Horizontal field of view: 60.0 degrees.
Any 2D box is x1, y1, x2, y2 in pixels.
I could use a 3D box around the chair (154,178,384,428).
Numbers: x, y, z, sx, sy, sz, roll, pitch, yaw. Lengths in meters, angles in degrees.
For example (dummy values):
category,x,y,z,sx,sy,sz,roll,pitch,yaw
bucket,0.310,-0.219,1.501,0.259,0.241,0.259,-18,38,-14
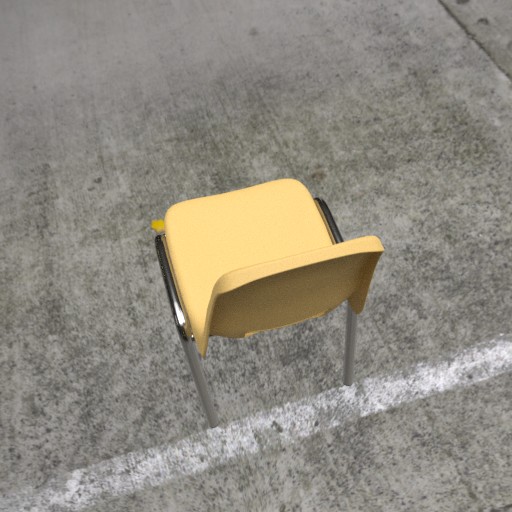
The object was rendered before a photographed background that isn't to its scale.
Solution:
category,x,y,z,sx,sy,sz,roll,pitch,yaw
chair,0.000,0.000,0.821,0.354,0.586,0.423,-14,59,-9
